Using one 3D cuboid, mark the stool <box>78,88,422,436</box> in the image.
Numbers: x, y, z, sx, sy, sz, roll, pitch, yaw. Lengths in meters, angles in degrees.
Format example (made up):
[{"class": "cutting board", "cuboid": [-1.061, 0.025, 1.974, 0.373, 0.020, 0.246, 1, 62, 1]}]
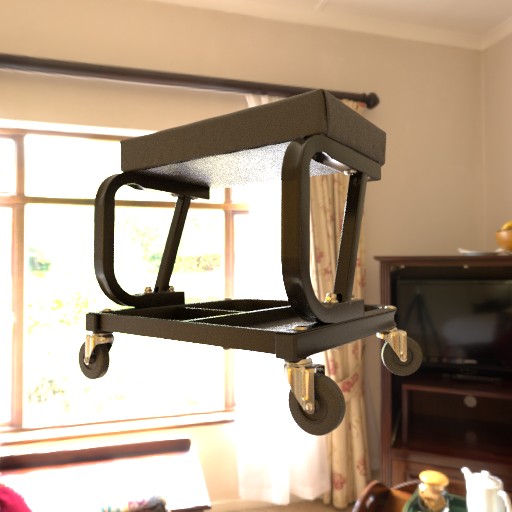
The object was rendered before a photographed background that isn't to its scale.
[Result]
[{"class": "stool", "cuboid": [0.000, 0.000, 0.708, 0.446, 0.380, 0.371, -1, -2, 36]}]
